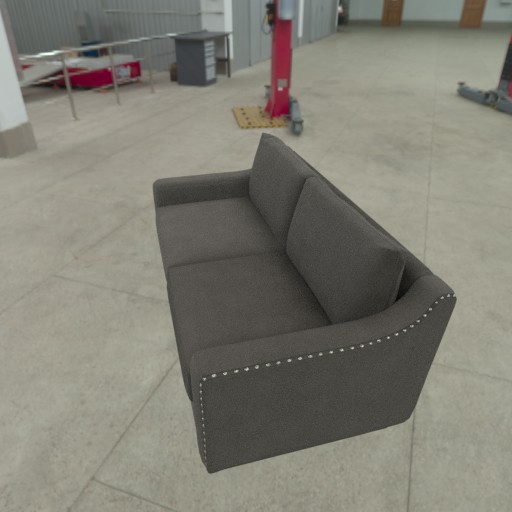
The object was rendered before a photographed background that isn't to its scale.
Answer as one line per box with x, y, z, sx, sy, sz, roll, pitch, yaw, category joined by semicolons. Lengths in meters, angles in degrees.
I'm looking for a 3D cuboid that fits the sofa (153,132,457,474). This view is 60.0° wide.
0.000;0.000;3.246;1.336;1.196;2.550;-8;32;-13;sofa
